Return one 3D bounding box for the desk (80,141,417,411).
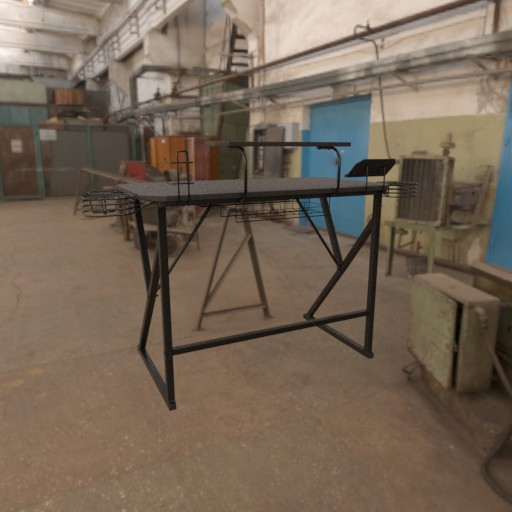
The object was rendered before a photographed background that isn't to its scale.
[{"bbox_3d":[0.000,0.000,1.776,1.290,0.880,0.580,-7,15,-25],"label":"desk"}]
